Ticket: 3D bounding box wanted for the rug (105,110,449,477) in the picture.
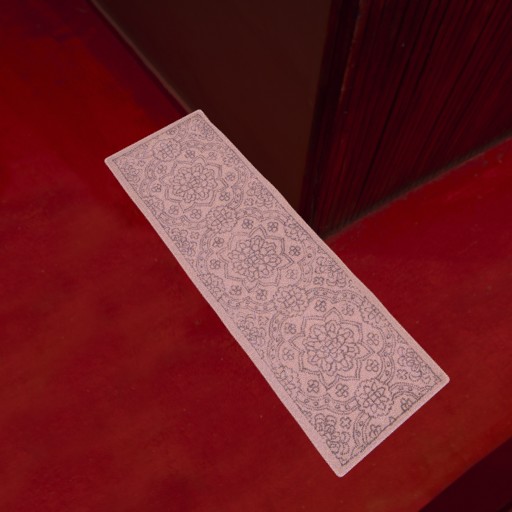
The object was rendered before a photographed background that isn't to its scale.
[{"bbox_3d":[0.000,0.000,2.701,0.806,0.006,2.431,-34,68,-16],"label":"rug"}]
